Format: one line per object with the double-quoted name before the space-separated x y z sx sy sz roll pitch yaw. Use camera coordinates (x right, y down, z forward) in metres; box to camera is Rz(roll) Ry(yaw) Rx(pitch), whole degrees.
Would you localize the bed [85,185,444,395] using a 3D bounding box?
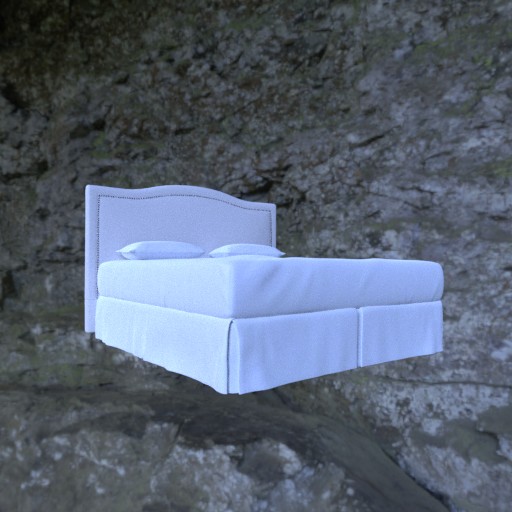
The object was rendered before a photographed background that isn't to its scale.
"bed" 0.000 0.000 3.572 2.083 1.421 2.182 1 -1 -37
